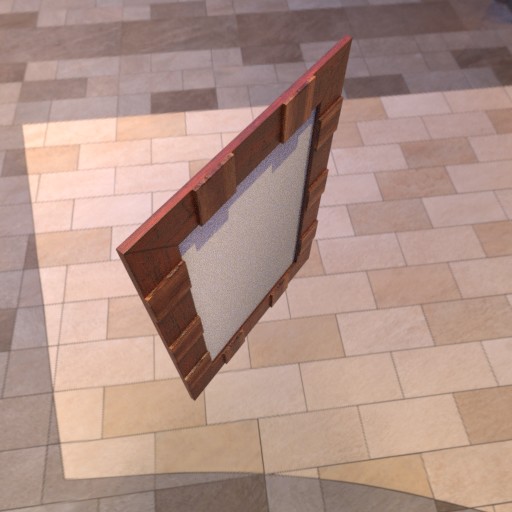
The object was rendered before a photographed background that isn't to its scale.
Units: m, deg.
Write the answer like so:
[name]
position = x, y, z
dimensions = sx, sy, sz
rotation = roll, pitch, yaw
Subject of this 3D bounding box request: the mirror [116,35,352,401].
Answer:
[mirror]
position = 0.000, 0.000, 1.057
dimensions = 0.021, 0.805, 0.600
rotation = 32, 64, 18
